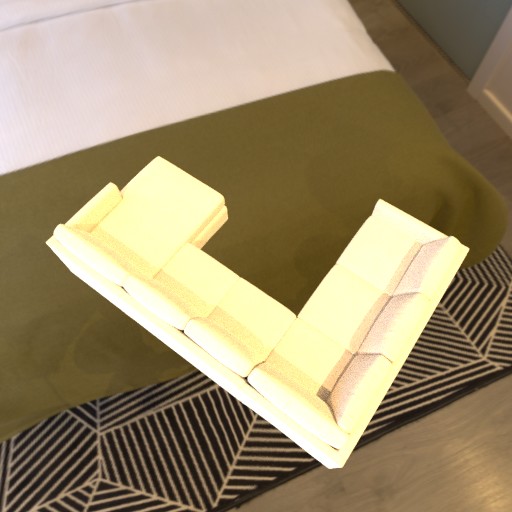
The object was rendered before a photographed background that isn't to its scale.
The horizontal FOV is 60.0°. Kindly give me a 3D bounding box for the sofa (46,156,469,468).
[{"bbox_3d":[0.000,0.000,4.598,3.460,0.882,2.427,33,68,15],"label":"sofa"}]
